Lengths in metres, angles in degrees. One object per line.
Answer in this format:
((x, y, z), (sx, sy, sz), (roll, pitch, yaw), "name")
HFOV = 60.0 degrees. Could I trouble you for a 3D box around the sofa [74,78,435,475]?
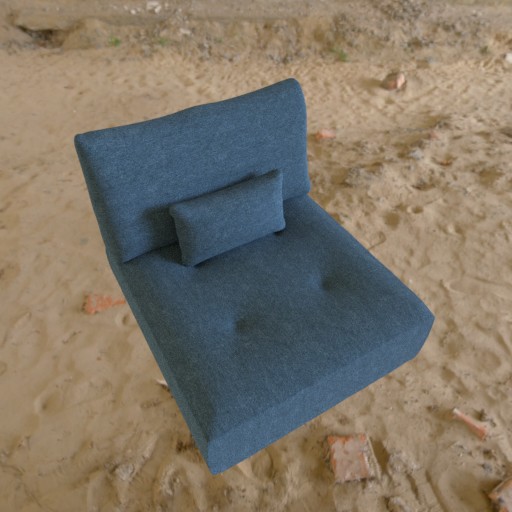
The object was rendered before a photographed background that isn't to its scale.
((0.000, 0.000, 1.649), (0.930, 0.820, 1.000), (-23, 50, -21), "sofa")
